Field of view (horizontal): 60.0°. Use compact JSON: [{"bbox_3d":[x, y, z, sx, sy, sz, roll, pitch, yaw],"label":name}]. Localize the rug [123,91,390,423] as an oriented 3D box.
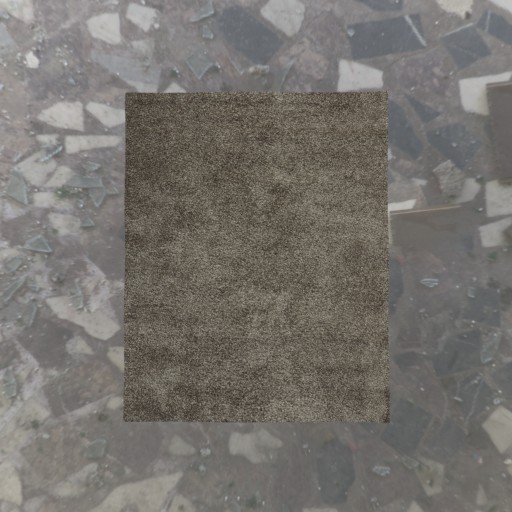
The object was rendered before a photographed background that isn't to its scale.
[{"bbox_3d":[0.000,0.000,4.025,2.401,0.025,3.000,0,89,1],"label":"rug"}]
